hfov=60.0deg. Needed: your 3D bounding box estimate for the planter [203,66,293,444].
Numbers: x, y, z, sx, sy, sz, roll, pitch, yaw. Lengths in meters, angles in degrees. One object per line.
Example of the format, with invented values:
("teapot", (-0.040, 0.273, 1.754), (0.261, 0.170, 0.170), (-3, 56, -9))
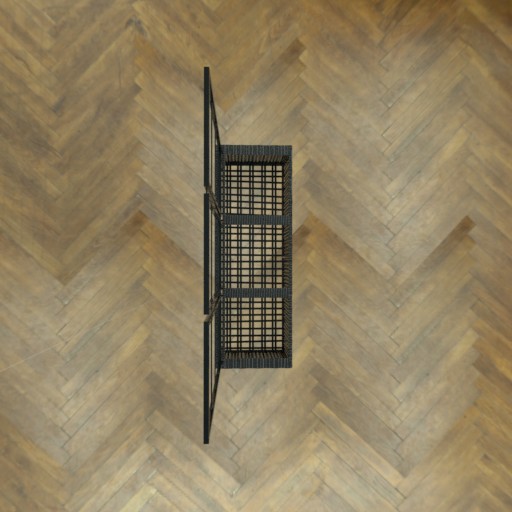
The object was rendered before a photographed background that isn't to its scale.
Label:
("planter", (0.000, 0.000, 1.207), (0.244, 0.841, 0.699), (0, 89, -2))
